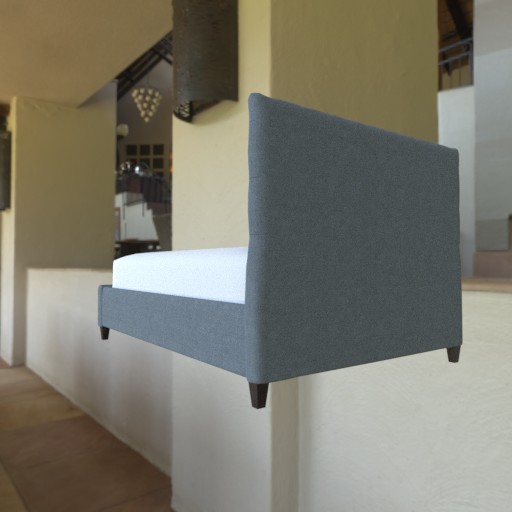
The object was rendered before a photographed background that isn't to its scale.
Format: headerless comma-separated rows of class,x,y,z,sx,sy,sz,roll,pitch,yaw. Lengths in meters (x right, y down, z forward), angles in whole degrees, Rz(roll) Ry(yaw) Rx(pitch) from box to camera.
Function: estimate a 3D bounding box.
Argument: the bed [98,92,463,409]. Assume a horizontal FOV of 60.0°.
bed,0.000,0.000,3.368,1.698,1.411,2.335,1,-2,-36
